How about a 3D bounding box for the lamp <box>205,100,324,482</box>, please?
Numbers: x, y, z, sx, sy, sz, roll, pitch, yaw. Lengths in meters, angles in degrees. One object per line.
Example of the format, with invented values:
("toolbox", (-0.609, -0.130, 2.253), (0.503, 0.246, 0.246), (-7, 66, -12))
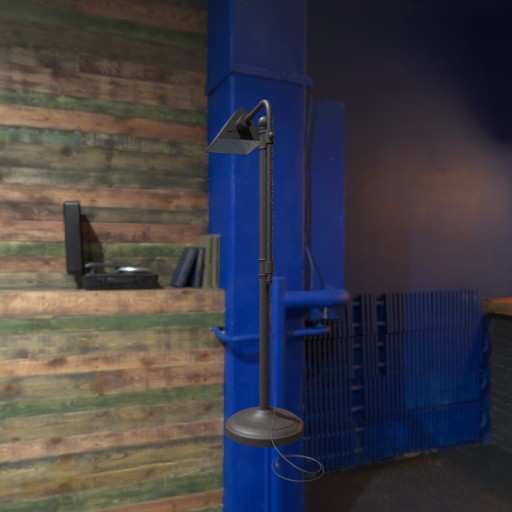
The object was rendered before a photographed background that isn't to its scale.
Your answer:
("lamp", (0.000, 0.000, 0.954), (0.159, 0.708, 0.545), (0, 0, -17))
